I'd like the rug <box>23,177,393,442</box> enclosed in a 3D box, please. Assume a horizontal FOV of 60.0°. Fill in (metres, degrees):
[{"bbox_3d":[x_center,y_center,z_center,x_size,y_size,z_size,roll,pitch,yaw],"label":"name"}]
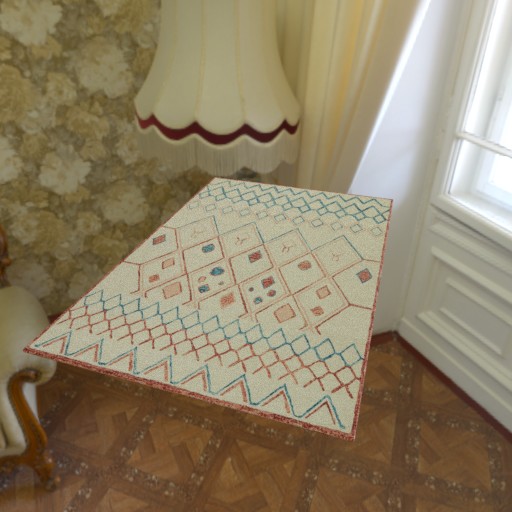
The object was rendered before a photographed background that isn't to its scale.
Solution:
[{"bbox_3d":[0.000,0.000,2.219,1.219,0.016,1.829,10,33,16],"label":"rug"}]
